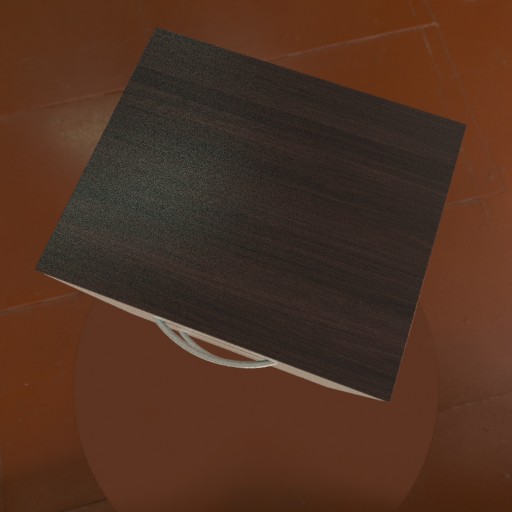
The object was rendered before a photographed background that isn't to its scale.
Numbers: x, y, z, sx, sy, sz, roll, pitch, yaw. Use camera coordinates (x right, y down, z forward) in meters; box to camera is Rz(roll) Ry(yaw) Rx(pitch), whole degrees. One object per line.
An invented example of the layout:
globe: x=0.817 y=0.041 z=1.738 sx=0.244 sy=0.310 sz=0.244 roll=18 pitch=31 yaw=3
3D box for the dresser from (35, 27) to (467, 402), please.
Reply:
dresser: x=0.000 y=0.000 z=0.727 sx=0.400 sy=0.470 sz=0.360 roll=20 pitch=76 yaw=5
